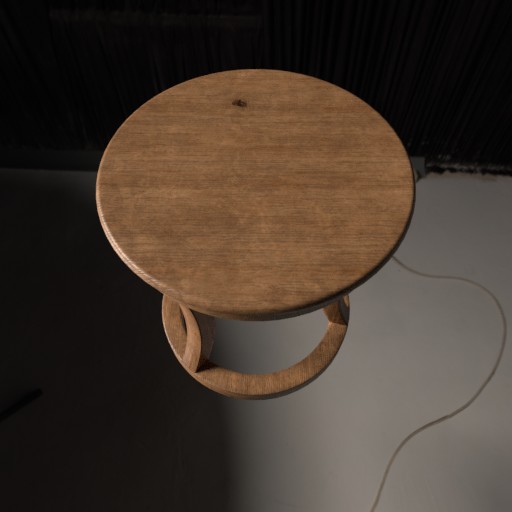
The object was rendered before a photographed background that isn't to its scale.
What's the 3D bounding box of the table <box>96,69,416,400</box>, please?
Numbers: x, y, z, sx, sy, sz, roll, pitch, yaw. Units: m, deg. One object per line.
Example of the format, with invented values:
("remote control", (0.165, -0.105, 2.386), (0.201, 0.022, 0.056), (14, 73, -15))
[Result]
("table", (0.000, 0.000, 0.796), (0.432, 0.460, 0.432), (0, 58, 0))
